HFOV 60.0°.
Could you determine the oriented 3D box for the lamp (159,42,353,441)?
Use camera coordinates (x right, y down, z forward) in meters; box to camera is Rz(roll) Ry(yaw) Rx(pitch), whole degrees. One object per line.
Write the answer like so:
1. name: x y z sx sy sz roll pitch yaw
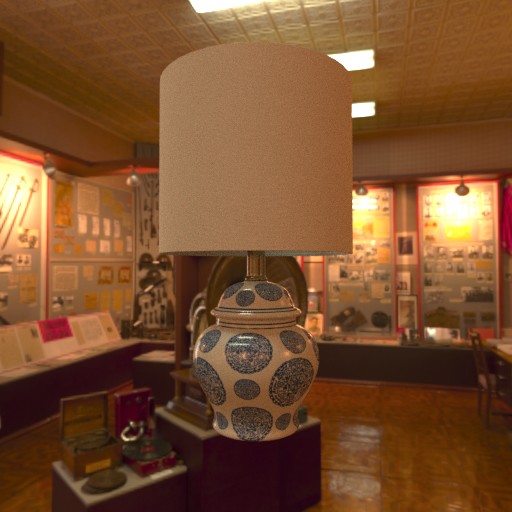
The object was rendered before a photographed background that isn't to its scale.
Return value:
1. lamp: 0.000 0.000 0.502 0.215 0.381 0.215 0 -2 17
